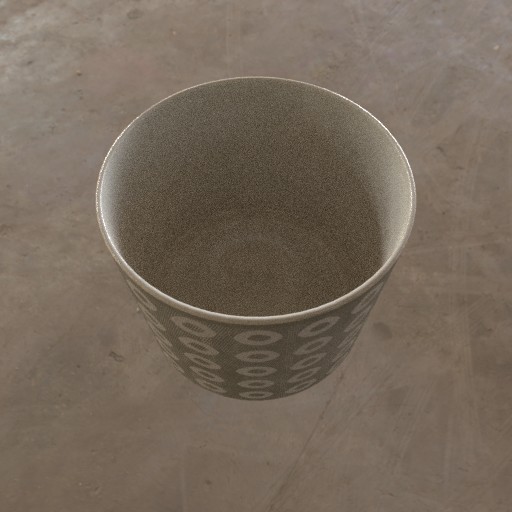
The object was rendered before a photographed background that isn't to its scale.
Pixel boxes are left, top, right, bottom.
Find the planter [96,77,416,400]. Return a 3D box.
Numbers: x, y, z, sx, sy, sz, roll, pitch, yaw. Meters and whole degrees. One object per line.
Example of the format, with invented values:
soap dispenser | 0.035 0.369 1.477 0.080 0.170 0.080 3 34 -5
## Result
planter | 0.000 0.000 0.451 0.250 0.239 0.250 0 58 0
